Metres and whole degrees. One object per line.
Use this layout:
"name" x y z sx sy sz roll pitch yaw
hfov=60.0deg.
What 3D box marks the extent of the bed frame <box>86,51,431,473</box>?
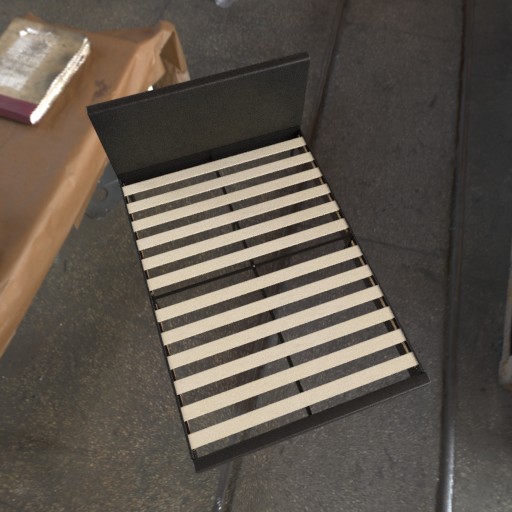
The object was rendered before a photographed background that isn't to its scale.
"bed frame" 0.000 0.000 2.848 1.469 1.046 2.152 -18 65 -8
